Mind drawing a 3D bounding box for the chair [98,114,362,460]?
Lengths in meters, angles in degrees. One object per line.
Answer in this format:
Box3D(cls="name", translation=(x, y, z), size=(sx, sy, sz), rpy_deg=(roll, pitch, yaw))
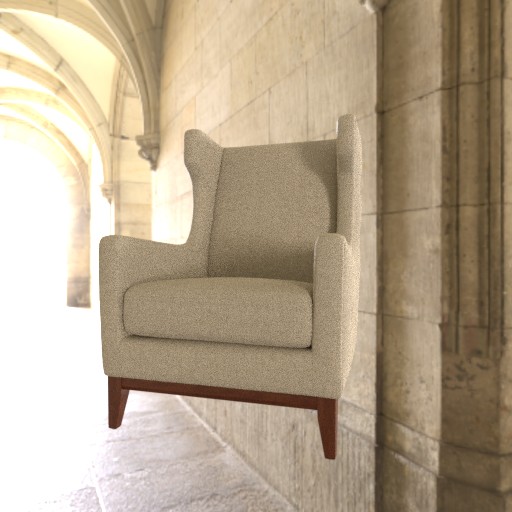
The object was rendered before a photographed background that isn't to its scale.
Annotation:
Box3D(cls="chair", translation=(0.000, 0.000, 1.660), size=(0.778, 1.079, 0.899), rpy_deg=(0, 0, 18))
